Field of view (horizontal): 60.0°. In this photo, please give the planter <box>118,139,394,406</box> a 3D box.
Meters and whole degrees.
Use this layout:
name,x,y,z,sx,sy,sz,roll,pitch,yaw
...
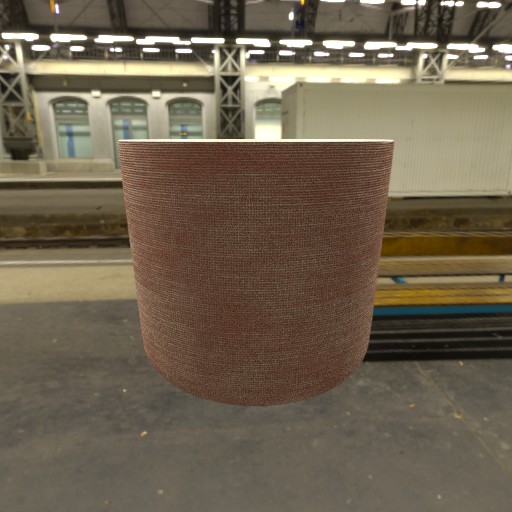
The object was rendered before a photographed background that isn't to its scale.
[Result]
name,x,y,z,sx,sy,sz,roll,pitch,yaw
planter,0.000,0.000,0.787,0.440,0.398,0.440,0,15,0
